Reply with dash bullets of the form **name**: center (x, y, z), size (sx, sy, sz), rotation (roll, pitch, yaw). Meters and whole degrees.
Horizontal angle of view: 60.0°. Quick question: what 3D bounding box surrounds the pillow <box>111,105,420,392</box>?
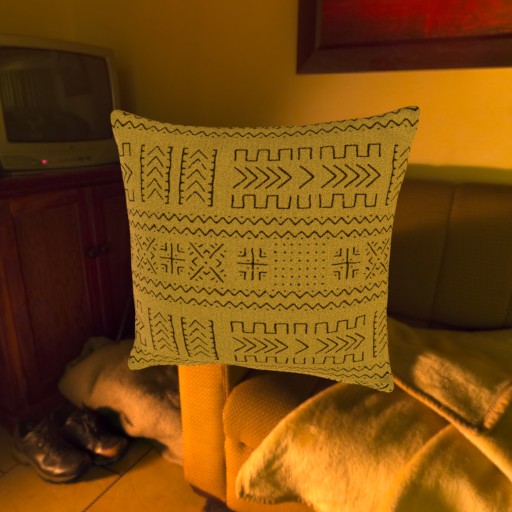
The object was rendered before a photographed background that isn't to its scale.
- **pillow**: center (0.000, 0.000, 0.671), size (0.438, 0.430, 0.164), rotation (2, 17, 8)
